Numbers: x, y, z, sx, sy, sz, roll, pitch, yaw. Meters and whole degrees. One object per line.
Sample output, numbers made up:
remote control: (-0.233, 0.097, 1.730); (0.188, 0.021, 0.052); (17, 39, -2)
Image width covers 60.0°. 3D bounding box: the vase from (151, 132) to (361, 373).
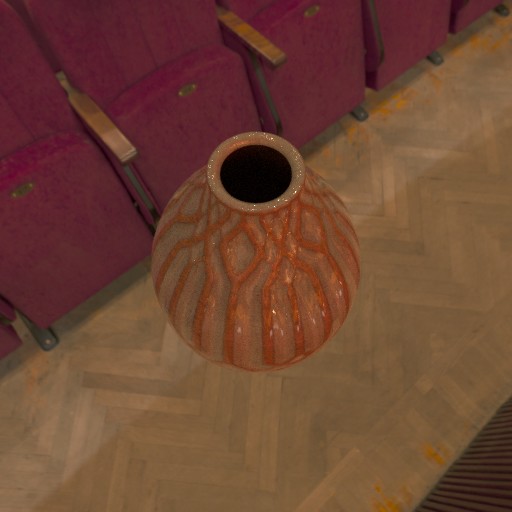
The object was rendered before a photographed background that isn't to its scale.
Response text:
vase: (0.000, 0.000, 0.273); (0.131, 0.175, 0.131); (0, 64, 0)
